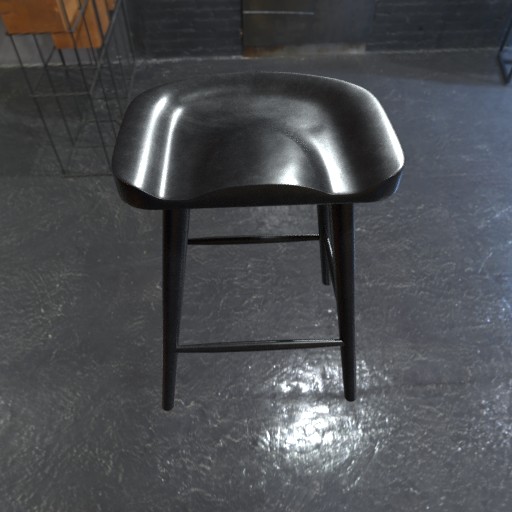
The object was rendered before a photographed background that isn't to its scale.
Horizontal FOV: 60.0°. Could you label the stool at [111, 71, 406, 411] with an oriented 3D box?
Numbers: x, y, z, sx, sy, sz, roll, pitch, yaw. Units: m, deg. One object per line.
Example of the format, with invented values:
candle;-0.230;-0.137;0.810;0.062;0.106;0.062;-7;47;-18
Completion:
stool;0.000;0.000;0.890;0.440;0.615;0.361;-2;48;-2
